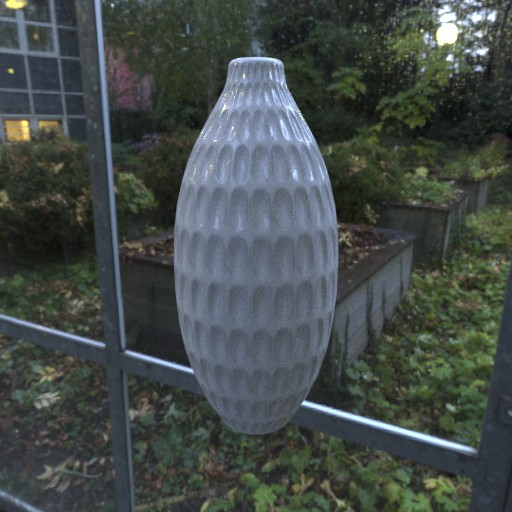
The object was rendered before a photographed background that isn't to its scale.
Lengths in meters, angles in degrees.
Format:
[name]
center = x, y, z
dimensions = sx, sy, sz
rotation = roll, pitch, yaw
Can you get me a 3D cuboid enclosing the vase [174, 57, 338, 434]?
[vase]
center = 0.000, 0.000, 0.347
dimensions = 0.127, 0.282, 0.127
rotation = 0, 16, 0
